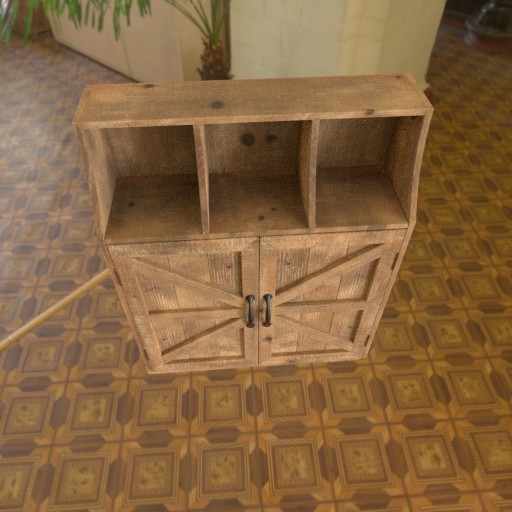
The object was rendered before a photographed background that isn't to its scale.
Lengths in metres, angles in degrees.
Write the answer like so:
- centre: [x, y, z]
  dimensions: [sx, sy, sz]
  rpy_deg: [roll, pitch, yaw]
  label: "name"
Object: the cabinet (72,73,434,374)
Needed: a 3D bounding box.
- centre: [0.000, 0.000, 0.823]
  dimensions: [0.489, 0.590, 0.184]
  rpy_deg: [-3, 48, -3]
  label: "cabinet"
